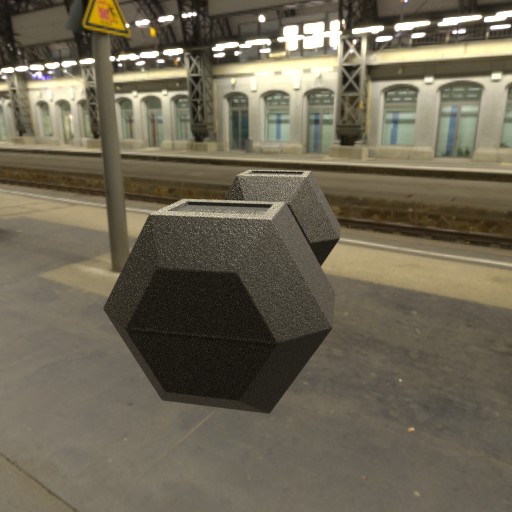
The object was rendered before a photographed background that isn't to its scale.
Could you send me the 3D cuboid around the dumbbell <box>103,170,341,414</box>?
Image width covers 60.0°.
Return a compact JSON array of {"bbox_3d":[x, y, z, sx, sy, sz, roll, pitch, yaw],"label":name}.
[{"bbox_3d":[0.000,0.000,0.335,0.122,0.106,0.271,3,17,11],"label":"dumbbell"}]
